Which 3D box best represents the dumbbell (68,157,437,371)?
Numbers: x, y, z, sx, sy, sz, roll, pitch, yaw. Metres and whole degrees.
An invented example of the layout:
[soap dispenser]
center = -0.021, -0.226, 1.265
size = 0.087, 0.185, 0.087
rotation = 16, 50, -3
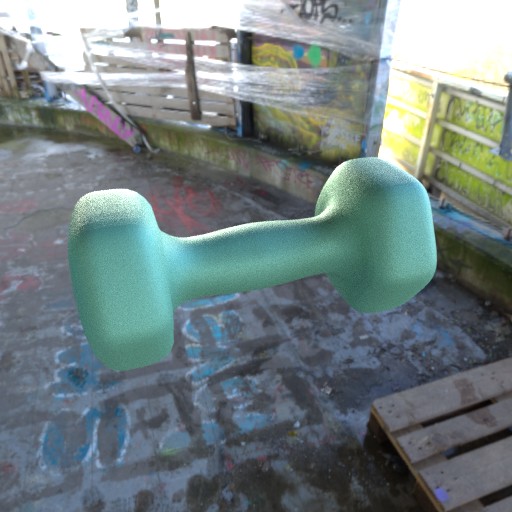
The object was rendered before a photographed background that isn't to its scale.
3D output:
[dumbbell]
center = 0.000, 0.000, 0.338
size = 0.260, 0.117, 0.129
rotation = -10, 34, -15
